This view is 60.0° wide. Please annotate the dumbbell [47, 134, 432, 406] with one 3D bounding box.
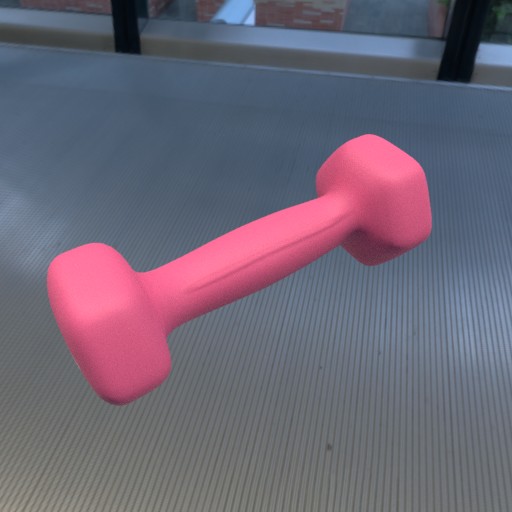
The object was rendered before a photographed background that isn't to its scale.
[{"bbox_3d":[0.000,0.000,0.171,0.146,0.053,0.058,-25,52,-21],"label":"dumbbell"}]
